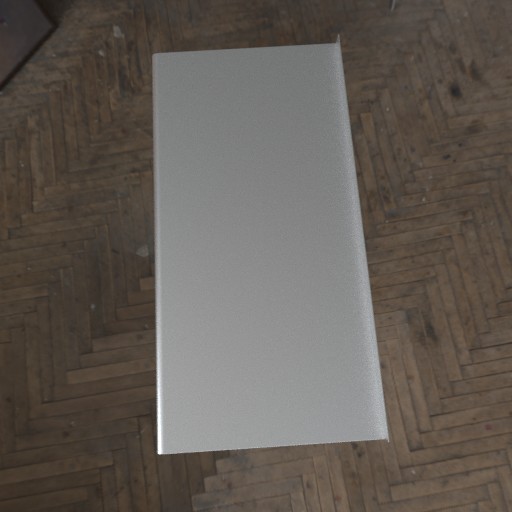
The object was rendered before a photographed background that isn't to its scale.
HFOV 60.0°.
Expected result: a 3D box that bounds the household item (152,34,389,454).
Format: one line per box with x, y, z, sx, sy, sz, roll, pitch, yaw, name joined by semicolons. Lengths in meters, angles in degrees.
0.000;0.000;1.687;0.610;0.851;1.219;-4;77;-1;household item
